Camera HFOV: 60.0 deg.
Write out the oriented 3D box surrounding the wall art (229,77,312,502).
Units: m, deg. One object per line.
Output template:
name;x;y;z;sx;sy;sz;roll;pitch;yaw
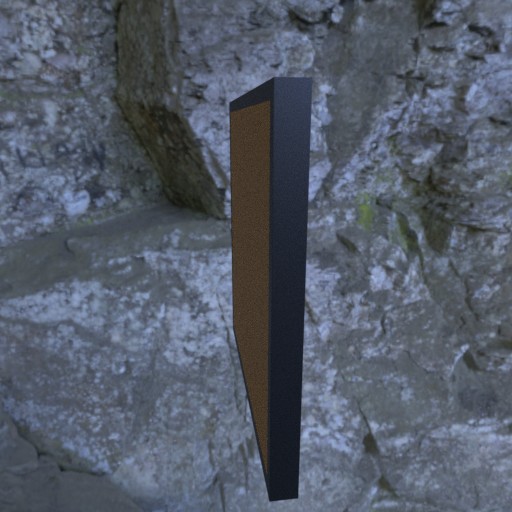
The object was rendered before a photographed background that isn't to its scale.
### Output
wall art;0.000;0.000;0.740;0.038;0.508;0.508;-2;17;-8
